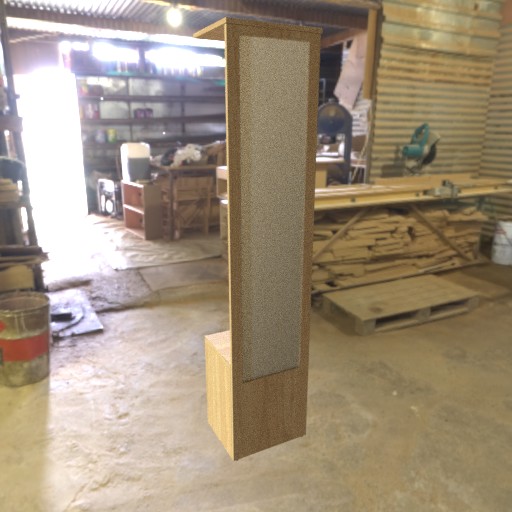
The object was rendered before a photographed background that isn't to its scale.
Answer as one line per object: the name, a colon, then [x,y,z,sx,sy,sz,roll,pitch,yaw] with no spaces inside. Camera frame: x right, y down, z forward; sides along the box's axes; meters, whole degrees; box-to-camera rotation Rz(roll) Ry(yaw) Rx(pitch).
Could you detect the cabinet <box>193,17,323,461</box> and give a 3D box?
cabinet: [0.000,0.000,2.042,0.411,1.879,0.338,-8,18,-26]
